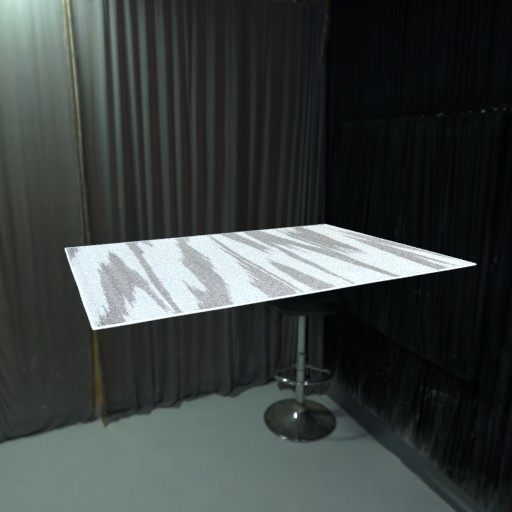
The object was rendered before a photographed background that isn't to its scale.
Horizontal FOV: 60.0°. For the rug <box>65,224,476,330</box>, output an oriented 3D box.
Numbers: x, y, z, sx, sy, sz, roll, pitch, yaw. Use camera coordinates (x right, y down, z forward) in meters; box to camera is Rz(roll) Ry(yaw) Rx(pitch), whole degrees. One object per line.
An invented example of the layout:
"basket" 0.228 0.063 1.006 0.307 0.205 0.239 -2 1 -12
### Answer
"rug" 0.000 0.000 2.801 2.142 0.010 1.533 -7 15 -26
